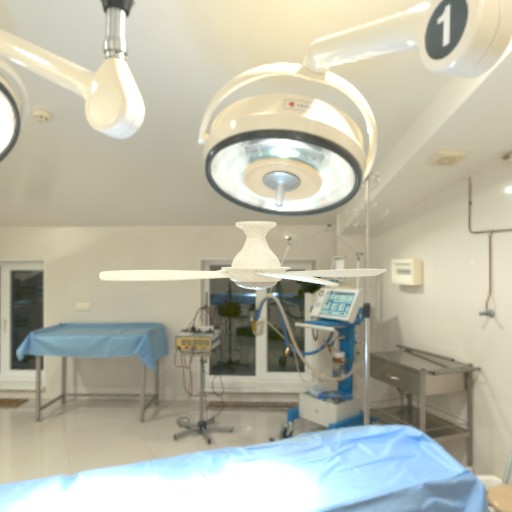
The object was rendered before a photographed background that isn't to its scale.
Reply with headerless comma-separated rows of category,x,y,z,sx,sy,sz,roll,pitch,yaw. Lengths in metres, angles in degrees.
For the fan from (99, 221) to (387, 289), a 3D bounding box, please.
fan,0.000,0.000,2.543,1.694,0.382,1.693,0,0,-19
